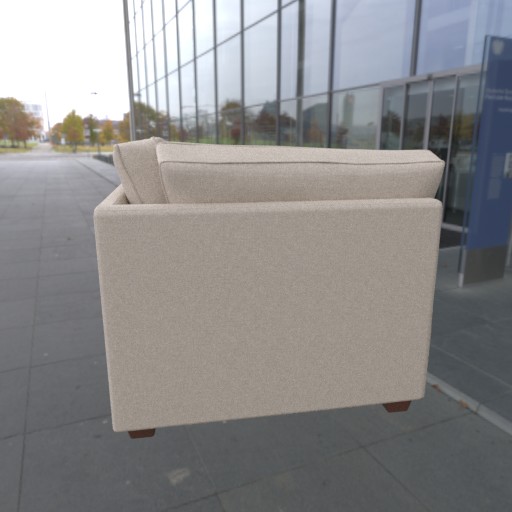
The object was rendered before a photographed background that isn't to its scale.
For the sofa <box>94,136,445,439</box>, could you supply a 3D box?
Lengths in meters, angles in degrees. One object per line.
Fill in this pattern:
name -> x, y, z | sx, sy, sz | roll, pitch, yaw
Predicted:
sofa -> 0.000, 0.000, 1.816 | 1.050, 0.937, 1.042 | -2, 14, -9
